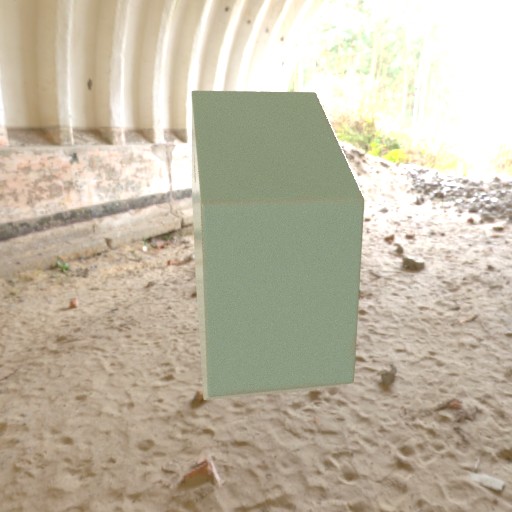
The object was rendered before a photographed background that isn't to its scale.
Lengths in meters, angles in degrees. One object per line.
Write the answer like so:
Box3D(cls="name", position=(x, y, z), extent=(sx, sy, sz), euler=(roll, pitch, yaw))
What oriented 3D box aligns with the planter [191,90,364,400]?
Box3D(cls="planter", position=(0.000, 0.000, 0.295), extent=(0.078, 0.207, 0.169), euler=(-2, 15, -9))
